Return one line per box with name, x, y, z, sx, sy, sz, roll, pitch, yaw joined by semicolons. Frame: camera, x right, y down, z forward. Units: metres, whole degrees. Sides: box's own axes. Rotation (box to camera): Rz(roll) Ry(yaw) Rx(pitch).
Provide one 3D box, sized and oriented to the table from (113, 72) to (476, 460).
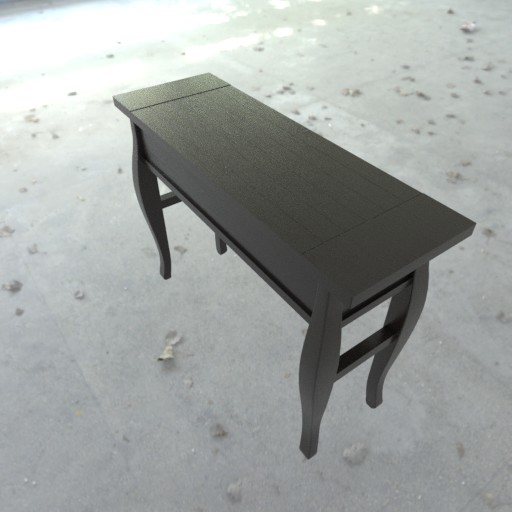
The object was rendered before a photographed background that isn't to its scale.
table;0.000;0.000;1.411;0.373;0.768;1.062;-26;48;-26
